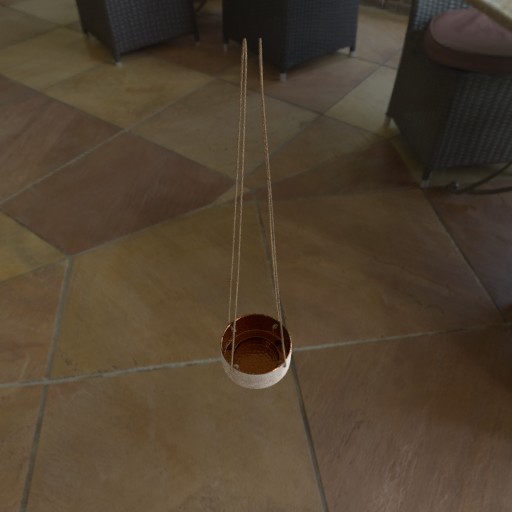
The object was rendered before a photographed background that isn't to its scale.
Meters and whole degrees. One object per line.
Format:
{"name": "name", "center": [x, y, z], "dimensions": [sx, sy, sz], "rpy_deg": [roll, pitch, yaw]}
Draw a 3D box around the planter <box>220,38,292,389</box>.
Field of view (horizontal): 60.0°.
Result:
{"name": "planter", "center": [0.000, 0.000, 1.096], "dimensions": [0.223, 1.030, 0.223], "rpy_deg": [-4, 47, -3]}
